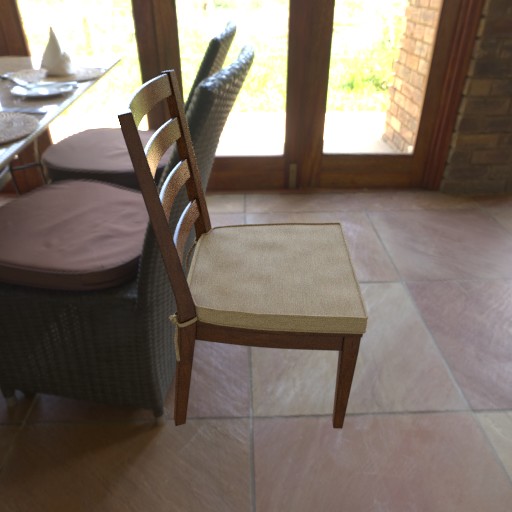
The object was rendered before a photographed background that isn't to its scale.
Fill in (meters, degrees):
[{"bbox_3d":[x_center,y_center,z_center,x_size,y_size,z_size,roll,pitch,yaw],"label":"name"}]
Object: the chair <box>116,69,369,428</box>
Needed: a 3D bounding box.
[{"bbox_3d":[0.000,0.000,1.350,0.595,0.979,0.593,1,32,1],"label":"chair"}]
